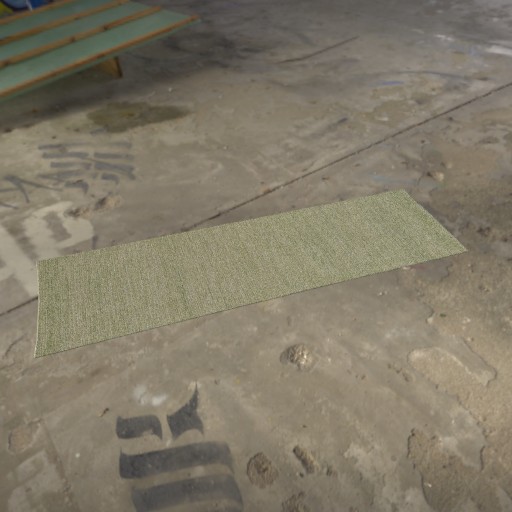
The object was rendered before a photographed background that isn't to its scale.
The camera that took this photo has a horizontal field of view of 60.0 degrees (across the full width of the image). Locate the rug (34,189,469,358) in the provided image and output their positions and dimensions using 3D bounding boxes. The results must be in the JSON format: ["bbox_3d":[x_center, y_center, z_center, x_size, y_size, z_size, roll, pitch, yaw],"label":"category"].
[{"bbox_3d":[0.000,0.000,2.491,2.340,0.013,0.686,-12,43,-14],"label":"rug"}]
